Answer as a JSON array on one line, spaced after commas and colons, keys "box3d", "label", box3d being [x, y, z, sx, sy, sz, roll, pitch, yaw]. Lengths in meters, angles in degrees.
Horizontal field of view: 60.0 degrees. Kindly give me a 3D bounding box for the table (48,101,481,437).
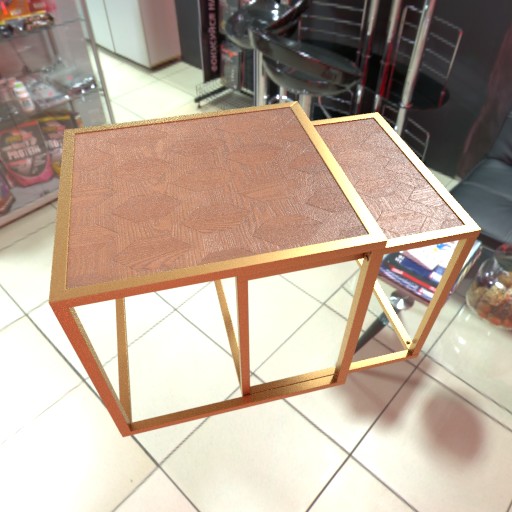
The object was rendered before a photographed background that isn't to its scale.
[{"box3d": [0.000, 0.000, 1.070, 0.762, 0.505, 0.505, -10, 47, -10], "label": "table"}]
